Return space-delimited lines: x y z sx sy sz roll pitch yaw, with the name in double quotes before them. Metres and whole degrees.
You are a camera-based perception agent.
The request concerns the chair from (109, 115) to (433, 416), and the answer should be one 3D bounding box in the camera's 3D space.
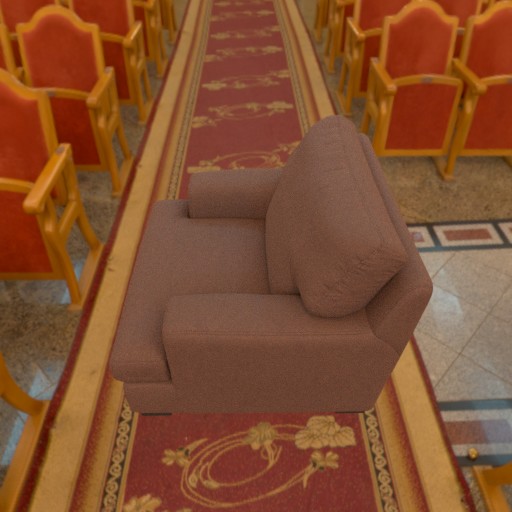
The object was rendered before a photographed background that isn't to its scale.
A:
"chair" 0.000 0.000 2.028 1.143 0.940 1.168 -1 42 -1
